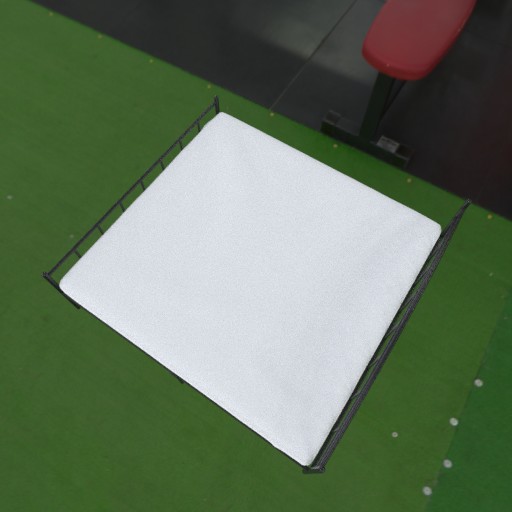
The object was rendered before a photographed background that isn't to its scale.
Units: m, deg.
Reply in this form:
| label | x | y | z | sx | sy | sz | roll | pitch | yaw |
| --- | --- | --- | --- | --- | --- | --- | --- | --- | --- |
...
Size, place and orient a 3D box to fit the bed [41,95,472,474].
| label | x | y | z | sx | sy | sz | roll | pitch | yaw |
| --- | --- | --- | --- | --- | --- | --- | --- | --- | --- |
| bed | 0.000 | 0.000 | 3.046 | 2.040 | 0.940 | 1.880 | 31 | 68 | 14 |
